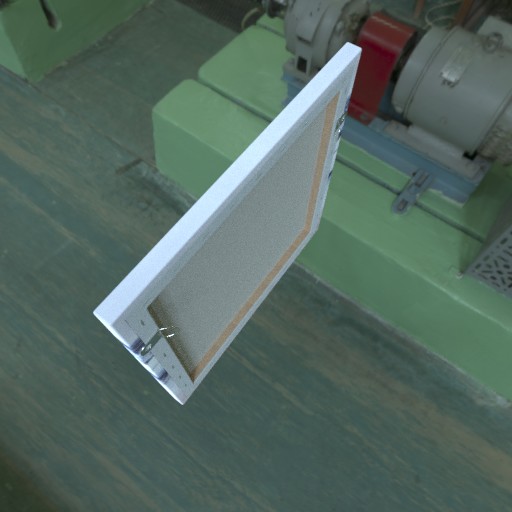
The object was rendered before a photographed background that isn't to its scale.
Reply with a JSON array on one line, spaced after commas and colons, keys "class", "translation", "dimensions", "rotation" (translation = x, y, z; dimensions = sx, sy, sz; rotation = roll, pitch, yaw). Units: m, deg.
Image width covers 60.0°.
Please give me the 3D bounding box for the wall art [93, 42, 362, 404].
[{"class": "wall art", "translation": [0.000, 0.000, 1.130], "dimensions": [0.065, 0.747, 0.755], "rotation": [33, 67, 16]}]
